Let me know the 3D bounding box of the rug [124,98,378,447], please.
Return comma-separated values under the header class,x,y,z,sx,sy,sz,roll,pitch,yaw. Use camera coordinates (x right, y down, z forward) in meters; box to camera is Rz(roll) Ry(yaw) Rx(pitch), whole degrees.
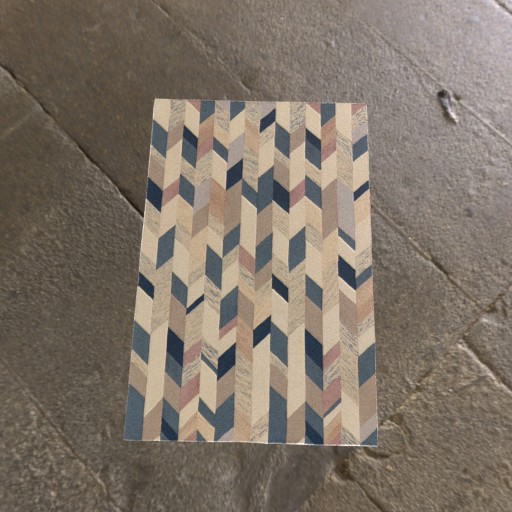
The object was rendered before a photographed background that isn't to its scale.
class,x,y,z,sx,sy,sz,roll,pitch,yaw
rug,0.000,0.000,2.292,1.202,0.006,1.813,2,76,0
